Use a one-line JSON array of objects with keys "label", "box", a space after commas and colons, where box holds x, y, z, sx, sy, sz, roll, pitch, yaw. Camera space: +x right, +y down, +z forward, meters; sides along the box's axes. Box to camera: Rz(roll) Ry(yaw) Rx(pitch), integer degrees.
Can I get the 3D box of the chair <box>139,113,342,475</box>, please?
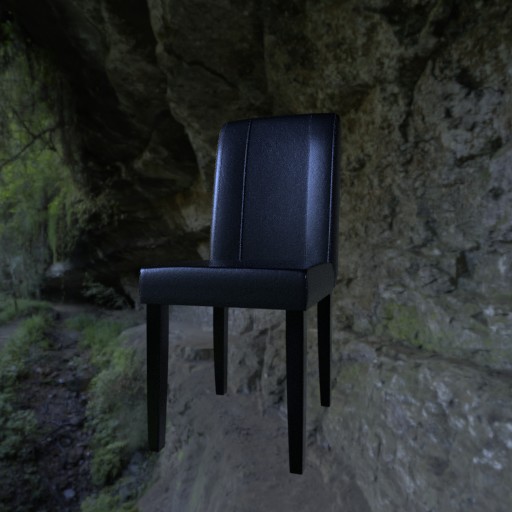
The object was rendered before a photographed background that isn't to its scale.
[{"label": "chair", "box": [0.000, 0.000, 1.209, 0.399, 0.897, 0.556, 0, 2, 17]}]
